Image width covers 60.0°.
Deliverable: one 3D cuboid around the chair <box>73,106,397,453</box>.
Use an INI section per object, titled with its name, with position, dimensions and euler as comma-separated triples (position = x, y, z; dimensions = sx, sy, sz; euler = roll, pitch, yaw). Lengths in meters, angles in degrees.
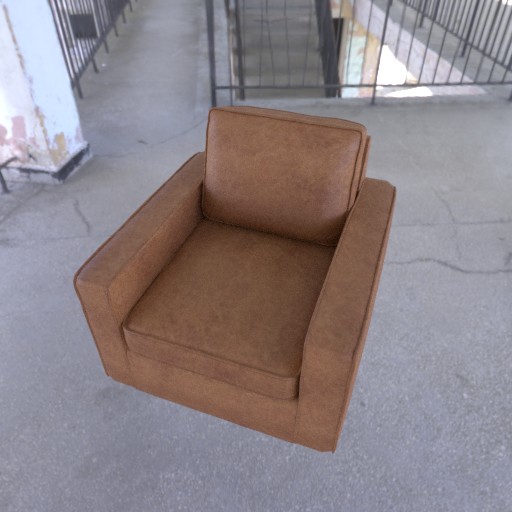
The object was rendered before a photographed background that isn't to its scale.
[chair]
position = 0.000, 0.000, 1.753
dimensions = 0.987, 0.901, 1.027
euler = 11, 41, 13
